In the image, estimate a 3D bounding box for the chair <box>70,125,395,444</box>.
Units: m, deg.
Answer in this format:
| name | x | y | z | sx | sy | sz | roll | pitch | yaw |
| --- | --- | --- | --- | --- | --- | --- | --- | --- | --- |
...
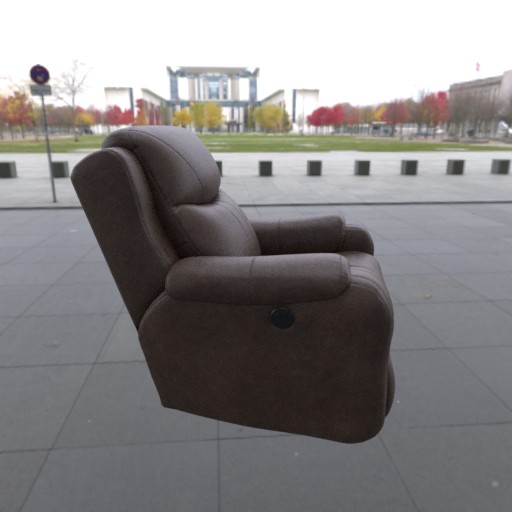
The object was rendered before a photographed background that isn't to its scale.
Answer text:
| name | x | y | z | sx | sy | sz | roll | pitch | yaw |
| --- | --- | --- | --- | --- | --- | --- | --- | --- | --- |
| chair | 0.000 | 0.000 | 1.750 | 1.067 | 0.990 | 0.940 | 3 | 16 | 10 |
